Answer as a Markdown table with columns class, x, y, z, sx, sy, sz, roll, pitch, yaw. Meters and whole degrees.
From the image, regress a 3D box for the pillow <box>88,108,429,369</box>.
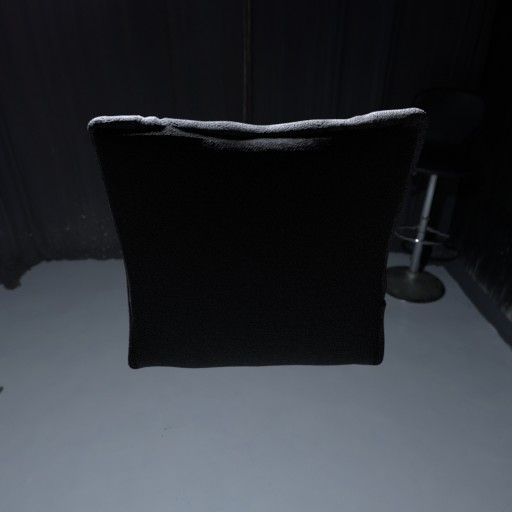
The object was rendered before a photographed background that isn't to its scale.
| class | x | y | z | sx | sy | sz | roll | pitch | yaw |
| --- | --- | --- | --- | --- | --- | --- | --- | --- | --- |
| pillow | 0.000 | 0.000 | 0.800 | 0.522 | 0.520 | 0.204 | -1 | 30 | -1 |
